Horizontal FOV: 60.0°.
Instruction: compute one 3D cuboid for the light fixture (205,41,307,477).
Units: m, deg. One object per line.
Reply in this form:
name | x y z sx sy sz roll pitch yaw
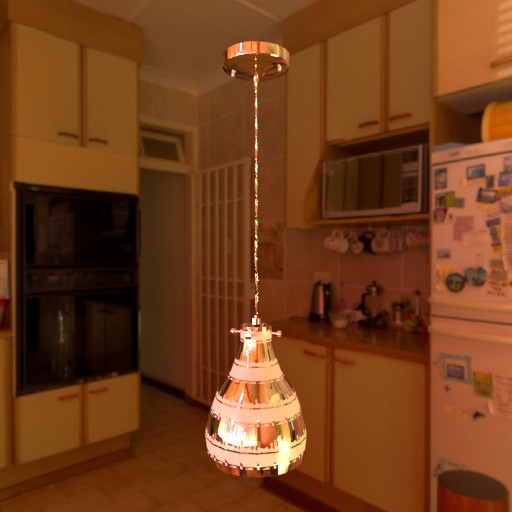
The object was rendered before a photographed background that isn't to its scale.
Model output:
light fixture | 0.000 0.000 1.632 0.374 1.457 0.374 0 0 17
